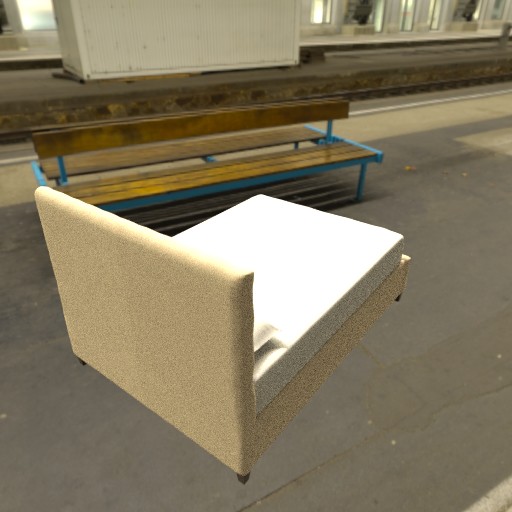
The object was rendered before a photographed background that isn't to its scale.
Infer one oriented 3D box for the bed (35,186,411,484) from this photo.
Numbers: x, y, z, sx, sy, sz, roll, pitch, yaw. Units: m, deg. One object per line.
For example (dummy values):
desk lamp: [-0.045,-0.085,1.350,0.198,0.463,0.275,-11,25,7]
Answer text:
bed: [0.000,0.000,3.442,1.698,1.427,2.387,21,36,32]
